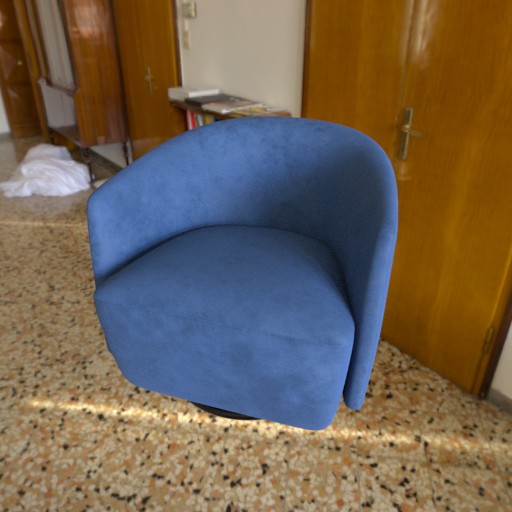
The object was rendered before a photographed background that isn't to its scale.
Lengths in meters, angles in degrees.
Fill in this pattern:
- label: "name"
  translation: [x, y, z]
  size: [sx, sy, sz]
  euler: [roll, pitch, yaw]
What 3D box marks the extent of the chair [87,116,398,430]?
- label: "chair"
  translation: [0.000, 0.000, 1.335]
  size: [0.773, 0.698, 0.767]
  euler: [8, 28, 16]
